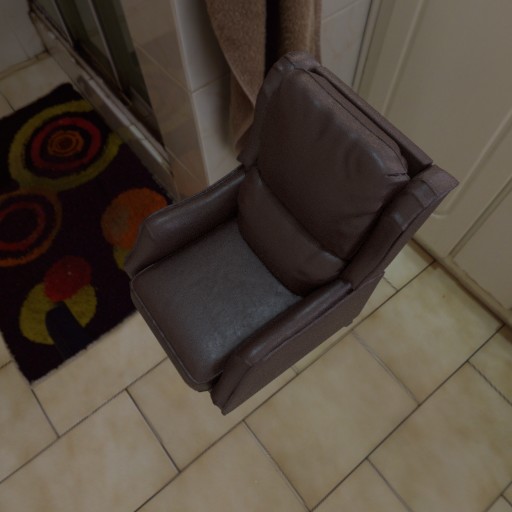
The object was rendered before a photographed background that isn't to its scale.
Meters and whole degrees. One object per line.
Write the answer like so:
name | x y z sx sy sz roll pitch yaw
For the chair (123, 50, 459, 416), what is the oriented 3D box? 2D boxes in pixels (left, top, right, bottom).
chair | 0.000 0.000 1.754 0.982 1.132 0.770 -33 68 -16
